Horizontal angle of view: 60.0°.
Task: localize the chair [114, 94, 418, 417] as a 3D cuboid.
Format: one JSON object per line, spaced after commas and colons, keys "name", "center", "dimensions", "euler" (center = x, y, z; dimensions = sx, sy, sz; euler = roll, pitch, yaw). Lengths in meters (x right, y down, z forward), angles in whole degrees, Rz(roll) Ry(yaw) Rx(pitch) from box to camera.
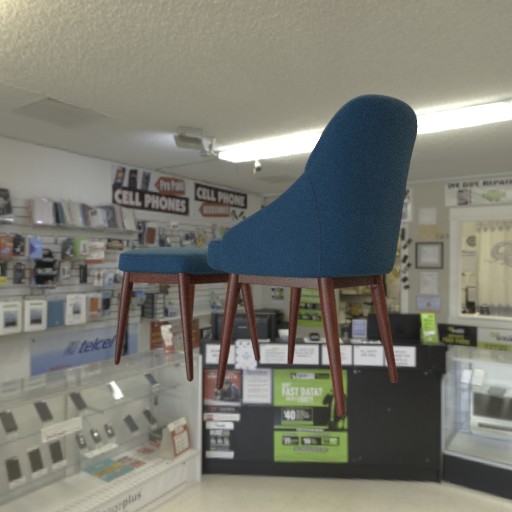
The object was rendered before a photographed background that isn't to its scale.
{"name": "chair", "center": [0.000, 0.000, 1.606], "dimensions": [1.114, 0.866, 0.584], "euler": [0, -1, 37]}
